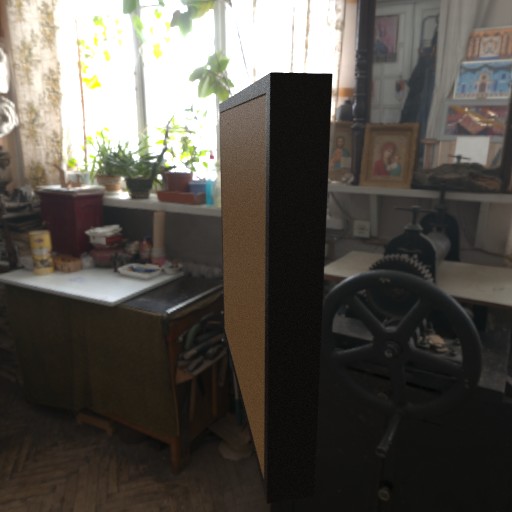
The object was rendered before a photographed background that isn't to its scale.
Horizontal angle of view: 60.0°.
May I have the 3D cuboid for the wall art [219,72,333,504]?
[{"bbox_3d":[0.000,0.000,0.441,0.038,0.304,0.304,-3,16,-10],"label":"wall art"}]
